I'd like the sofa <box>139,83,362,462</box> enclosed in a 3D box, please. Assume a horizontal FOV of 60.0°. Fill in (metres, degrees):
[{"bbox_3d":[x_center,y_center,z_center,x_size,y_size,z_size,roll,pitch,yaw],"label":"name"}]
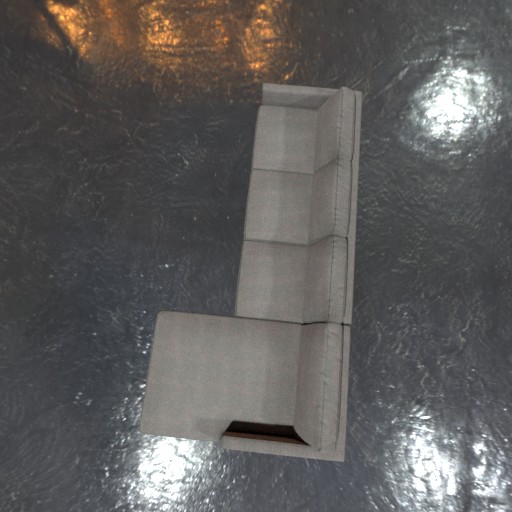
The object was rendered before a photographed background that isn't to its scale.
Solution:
[{"bbox_3d":[0.000,0.000,3.954,1.650,0.922,3.205,6,75,2],"label":"sofa"}]
